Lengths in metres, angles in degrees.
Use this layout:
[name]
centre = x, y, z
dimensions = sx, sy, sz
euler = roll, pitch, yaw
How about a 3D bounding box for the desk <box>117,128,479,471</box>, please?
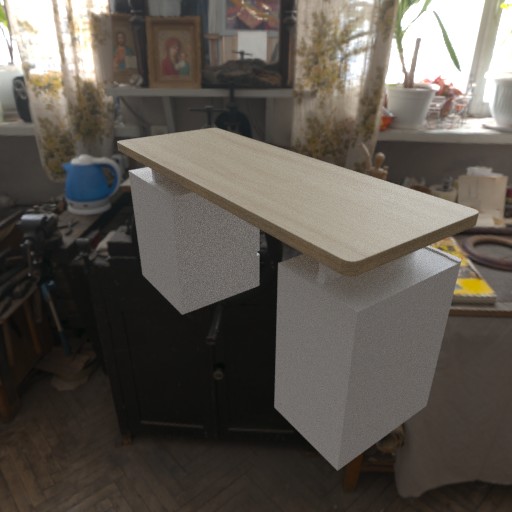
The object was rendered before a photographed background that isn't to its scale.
[desk]
centre = 0.000, 0.000, 1.863
dimensions = 0.550, 0.755, 1.500
euler = -18, 33, -31
